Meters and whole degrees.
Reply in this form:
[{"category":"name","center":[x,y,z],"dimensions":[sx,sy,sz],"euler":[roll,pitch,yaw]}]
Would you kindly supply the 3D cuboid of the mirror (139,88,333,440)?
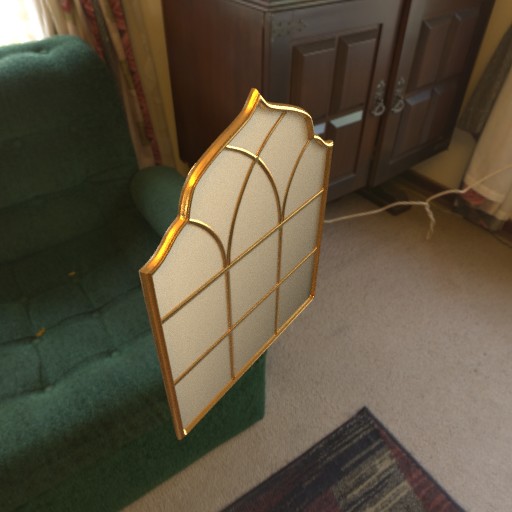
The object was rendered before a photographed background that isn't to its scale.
[{"category":"mirror","center":[0.000,0.000,0.849],"dimensions":[0.018,0.635,0.513],"euler":[26,47,28]}]
